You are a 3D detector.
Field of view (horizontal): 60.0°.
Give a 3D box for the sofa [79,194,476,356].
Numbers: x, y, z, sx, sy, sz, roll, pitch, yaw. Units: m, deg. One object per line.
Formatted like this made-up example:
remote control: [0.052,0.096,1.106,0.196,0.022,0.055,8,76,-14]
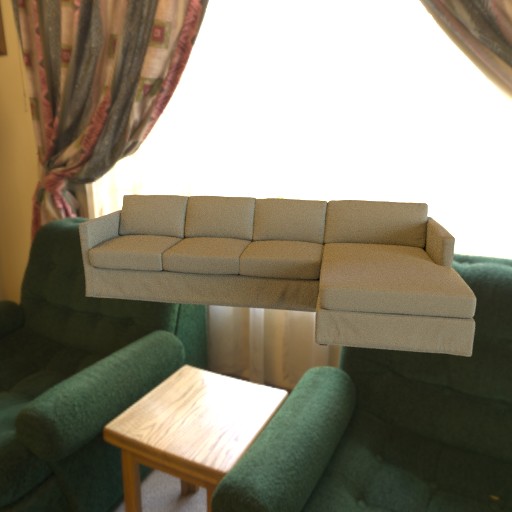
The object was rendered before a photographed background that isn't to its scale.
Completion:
sofa: [0.000,0.000,3.836,3.177,0.867,1.622,3,15,10]
